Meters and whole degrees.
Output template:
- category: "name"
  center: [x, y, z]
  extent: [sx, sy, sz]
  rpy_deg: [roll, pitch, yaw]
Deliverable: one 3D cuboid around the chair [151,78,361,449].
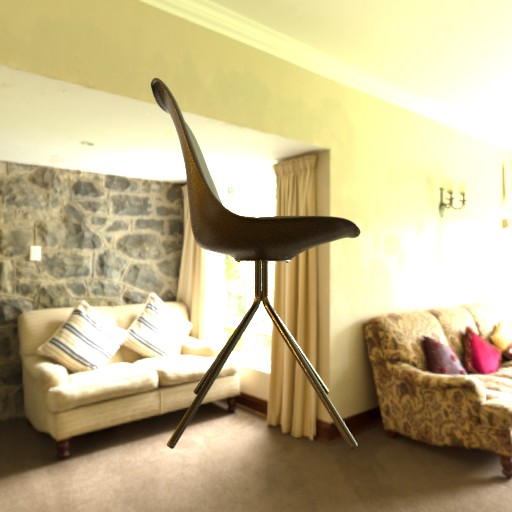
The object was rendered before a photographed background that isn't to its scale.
- category: "chair"
  center: [0.000, 0.000, 1.174]
  extent: [0.525, 0.850, 0.461]
  rpy_deg: [0, -1, 0]
